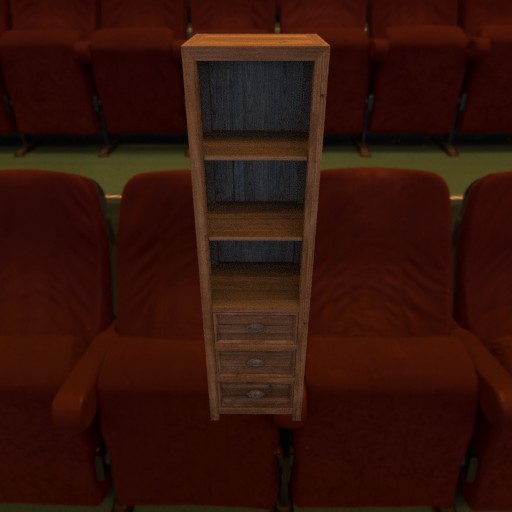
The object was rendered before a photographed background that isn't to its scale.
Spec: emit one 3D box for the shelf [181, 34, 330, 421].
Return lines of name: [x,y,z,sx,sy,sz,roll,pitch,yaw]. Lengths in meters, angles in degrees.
shelf: [0.000,0.000,2.153,0.500,1.900,0.428,0,31,0]
